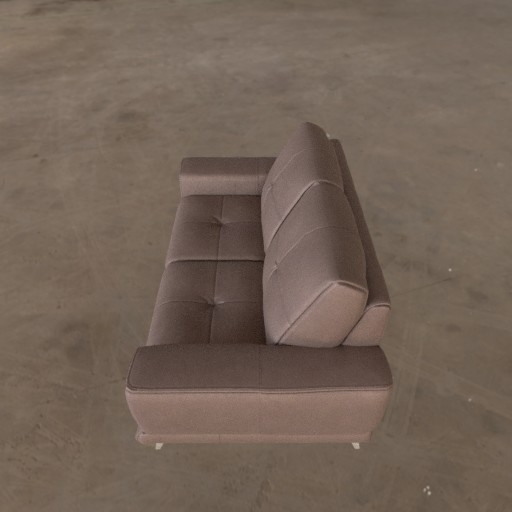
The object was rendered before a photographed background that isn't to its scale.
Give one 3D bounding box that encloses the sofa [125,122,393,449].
[{"bbox_3d":[0.000,0.000,2.335,1.018,0.907,1.806,0,41,0],"label":"sofa"}]
